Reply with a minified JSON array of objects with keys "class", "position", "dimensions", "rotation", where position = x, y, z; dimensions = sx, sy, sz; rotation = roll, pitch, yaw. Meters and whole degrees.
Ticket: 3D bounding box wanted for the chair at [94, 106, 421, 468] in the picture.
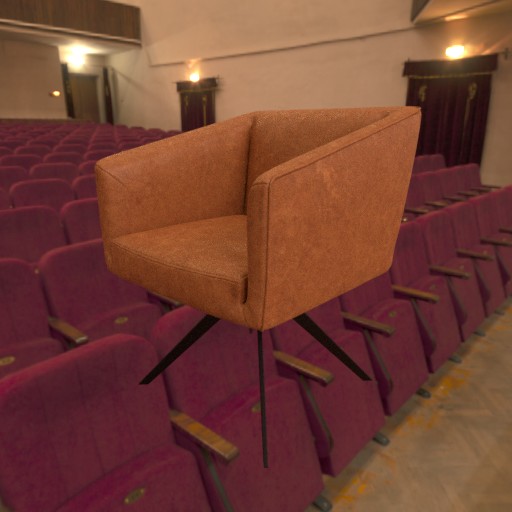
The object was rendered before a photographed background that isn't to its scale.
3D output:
[{"class":"chair","position":[0.000,0.000,1.178],"dimensions":[0.588,0.760,0.625],"rotation":[14,22,40]}]
